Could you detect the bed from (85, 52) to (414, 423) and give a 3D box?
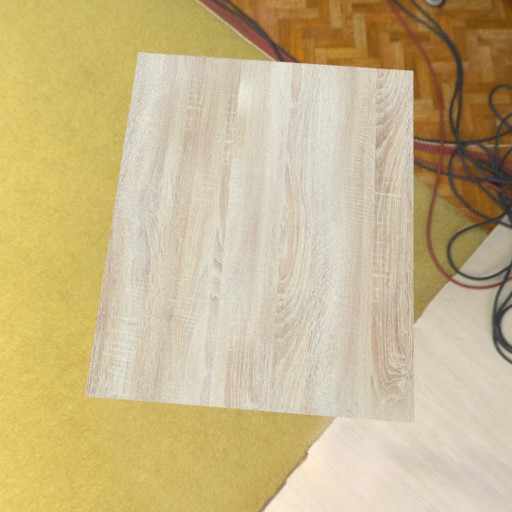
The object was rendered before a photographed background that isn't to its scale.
[{"bbox_3d":[0.000,0.000,0.767,0.401,0.420,0.460,4,77,1],"label":"bed"}]
